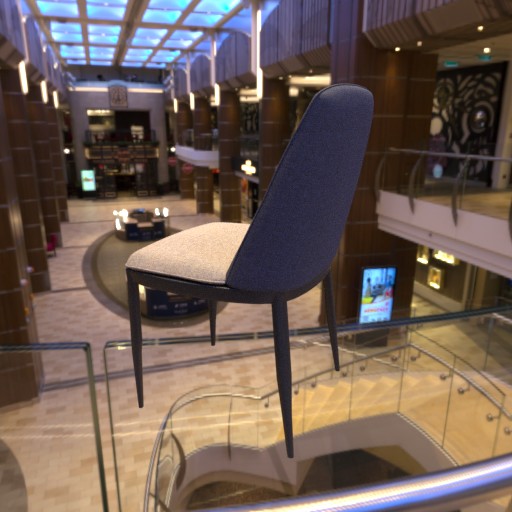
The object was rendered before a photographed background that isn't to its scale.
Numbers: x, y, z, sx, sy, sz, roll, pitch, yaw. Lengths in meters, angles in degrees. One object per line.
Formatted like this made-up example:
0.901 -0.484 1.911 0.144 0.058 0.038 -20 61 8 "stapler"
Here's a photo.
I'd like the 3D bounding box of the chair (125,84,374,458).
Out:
0.000 0.000 1.196 0.551 0.839 0.480 7 18 24 "chair"
